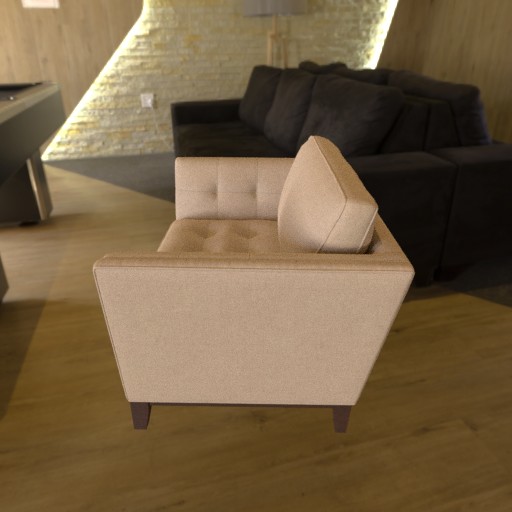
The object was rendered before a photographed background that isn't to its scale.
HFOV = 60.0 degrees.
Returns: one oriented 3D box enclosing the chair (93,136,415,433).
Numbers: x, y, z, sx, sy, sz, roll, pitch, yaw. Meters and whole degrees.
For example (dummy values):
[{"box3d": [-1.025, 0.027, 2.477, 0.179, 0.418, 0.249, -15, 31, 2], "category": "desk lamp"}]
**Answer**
[{"box3d": [0.000, 0.000, 2.055, 0.965, 0.940, 1.397, 1, 26, 1], "category": "chair"}]
